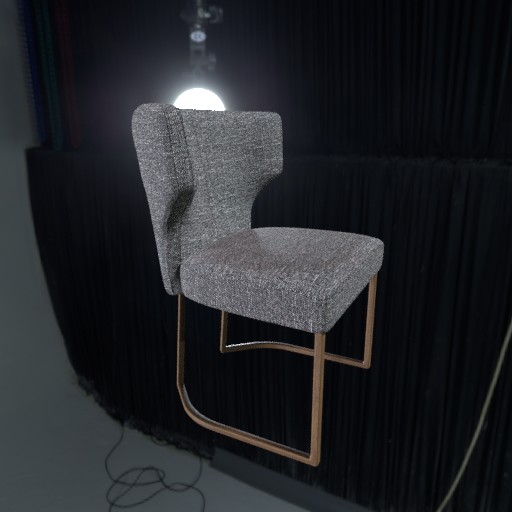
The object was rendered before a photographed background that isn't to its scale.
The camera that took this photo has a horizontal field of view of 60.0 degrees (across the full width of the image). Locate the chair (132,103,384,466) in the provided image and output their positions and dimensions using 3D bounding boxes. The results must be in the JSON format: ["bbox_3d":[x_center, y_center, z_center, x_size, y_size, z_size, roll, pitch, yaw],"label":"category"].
[{"bbox_3d":[0.000,0.000,1.273,0.617,0.824,0.611,8,18,26],"label":"chair"}]
